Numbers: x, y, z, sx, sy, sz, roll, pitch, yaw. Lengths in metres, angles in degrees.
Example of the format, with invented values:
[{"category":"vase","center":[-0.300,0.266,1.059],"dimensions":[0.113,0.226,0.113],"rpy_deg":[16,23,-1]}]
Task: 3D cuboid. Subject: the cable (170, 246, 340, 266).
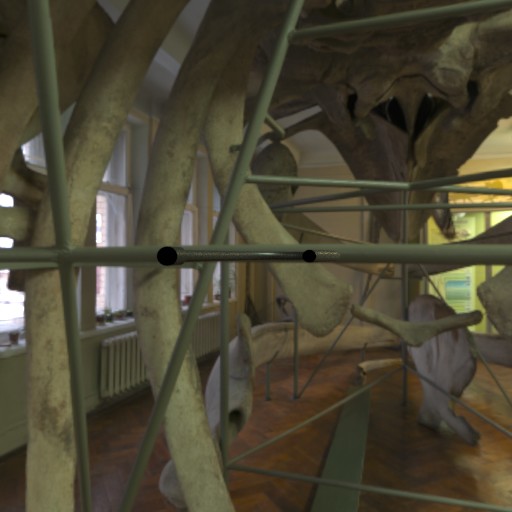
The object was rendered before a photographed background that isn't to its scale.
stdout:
[{"category":"cable","center":[0.000,0.000,0.113],"dimensions":[0.040,0.006,0.098],"rpy_deg":[0,0,19]}]
